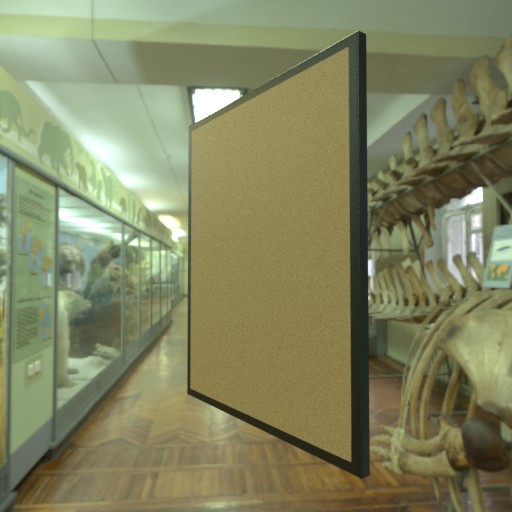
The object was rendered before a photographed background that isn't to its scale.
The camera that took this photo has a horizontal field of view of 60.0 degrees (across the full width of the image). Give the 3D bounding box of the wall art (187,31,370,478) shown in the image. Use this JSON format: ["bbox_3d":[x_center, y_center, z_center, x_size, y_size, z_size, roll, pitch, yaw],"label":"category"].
[{"bbox_3d":[0.000,0.000,0.773,0.018,0.582,0.481,1,-2,-36],"label":"wall art"}]
